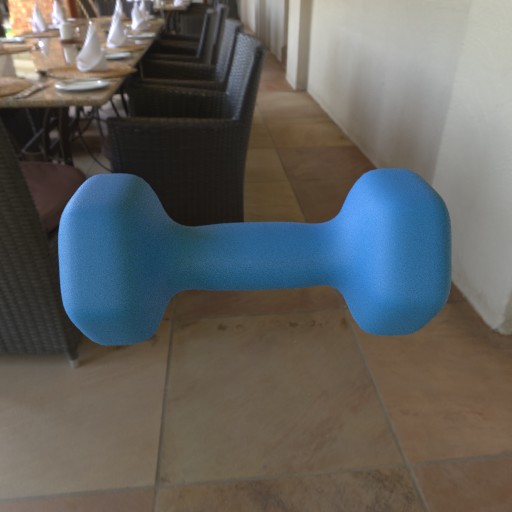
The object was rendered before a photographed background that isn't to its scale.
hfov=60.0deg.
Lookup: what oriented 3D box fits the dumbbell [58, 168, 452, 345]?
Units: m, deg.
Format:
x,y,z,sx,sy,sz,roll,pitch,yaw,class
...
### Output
x,y,z,sx,sy,sz,roll,pitch,yaw,class
0.000,0.000,0.189,0.152,0.066,0.074,-1,32,-2,dumbbell
